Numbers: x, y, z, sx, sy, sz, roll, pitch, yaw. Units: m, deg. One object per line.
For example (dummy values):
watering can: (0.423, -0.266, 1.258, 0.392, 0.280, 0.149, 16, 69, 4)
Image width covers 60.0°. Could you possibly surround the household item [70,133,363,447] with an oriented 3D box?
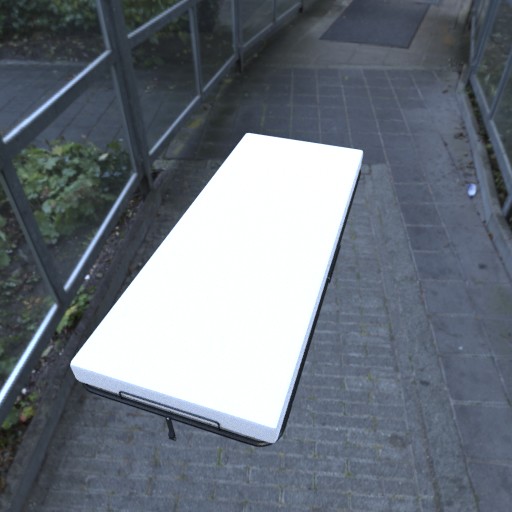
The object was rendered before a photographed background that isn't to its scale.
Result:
household item: (0.000, 0.000, 2.206, 0.787, 0.356, 1.905, 12, 43, 14)
